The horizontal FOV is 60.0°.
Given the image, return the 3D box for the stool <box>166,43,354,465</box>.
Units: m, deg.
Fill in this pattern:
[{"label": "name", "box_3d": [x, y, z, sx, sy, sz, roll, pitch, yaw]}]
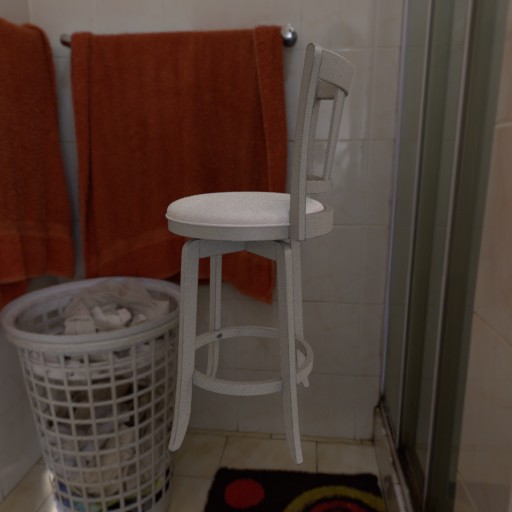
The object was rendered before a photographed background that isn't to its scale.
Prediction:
[{"label": "stool", "box_3d": [0.000, 0.000, 1.237, 0.486, 0.994, 0.450, 2, 13, 9]}]
